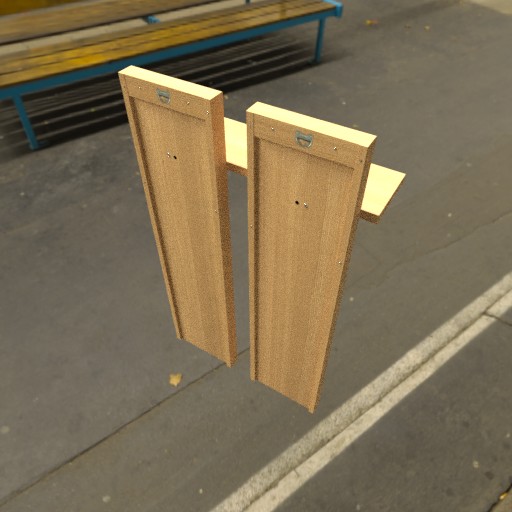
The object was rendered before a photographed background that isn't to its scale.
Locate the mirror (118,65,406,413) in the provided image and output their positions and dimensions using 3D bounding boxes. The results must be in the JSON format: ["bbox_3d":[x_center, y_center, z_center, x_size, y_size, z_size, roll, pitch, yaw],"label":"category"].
[{"bbox_3d":[0.000,0.000,1.578,0.800,1.250,0.260,24,50,21],"label":"mirror"}]
